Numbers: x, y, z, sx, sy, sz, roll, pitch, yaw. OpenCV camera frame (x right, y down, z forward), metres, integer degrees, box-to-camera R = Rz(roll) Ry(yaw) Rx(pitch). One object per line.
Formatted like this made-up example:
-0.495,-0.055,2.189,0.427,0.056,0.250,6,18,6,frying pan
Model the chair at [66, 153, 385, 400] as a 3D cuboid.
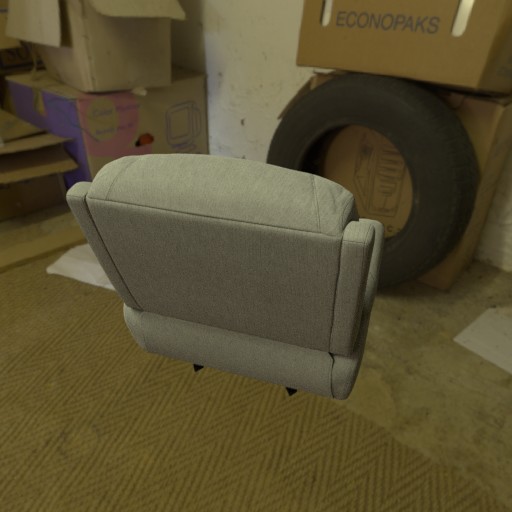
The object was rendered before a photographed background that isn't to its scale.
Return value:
0.000,0.000,1.718,0.930,1.011,0.899,10,34,15,chair
